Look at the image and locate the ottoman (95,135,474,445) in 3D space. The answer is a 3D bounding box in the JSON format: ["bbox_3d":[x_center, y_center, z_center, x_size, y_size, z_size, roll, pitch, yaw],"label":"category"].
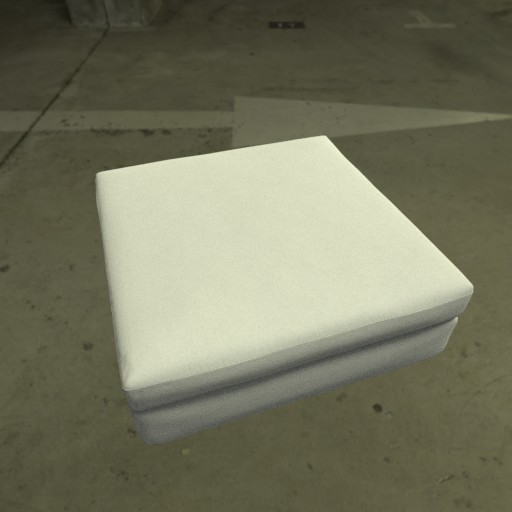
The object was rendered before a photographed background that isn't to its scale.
[{"bbox_3d":[0.000,0.000,1.810,1.167,0.482,1.163,-13,43,-14],"label":"ottoman"}]
